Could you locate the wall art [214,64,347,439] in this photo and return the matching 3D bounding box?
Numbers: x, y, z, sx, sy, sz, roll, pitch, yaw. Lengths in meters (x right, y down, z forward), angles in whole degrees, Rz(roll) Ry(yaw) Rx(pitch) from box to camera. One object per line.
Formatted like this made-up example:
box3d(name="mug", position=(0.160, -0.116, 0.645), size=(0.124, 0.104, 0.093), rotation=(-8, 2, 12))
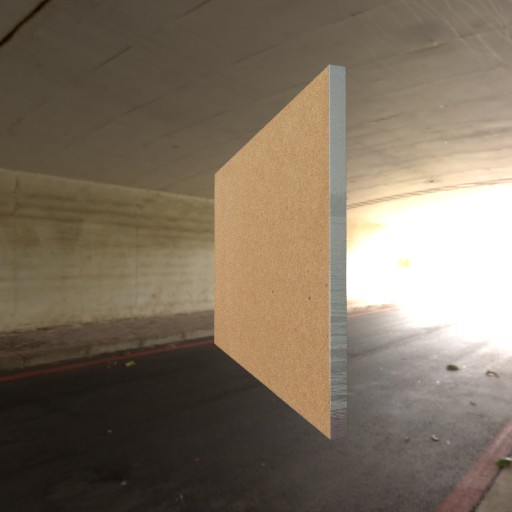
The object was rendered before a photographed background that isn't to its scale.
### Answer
box3d(name="wall art", position=(0.000, 0.000, 0.780), size=(0.021, 0.410, 0.615), rotation=(0, -1, -17))
